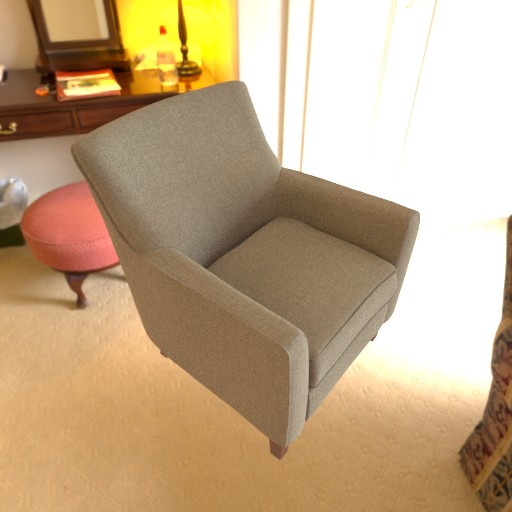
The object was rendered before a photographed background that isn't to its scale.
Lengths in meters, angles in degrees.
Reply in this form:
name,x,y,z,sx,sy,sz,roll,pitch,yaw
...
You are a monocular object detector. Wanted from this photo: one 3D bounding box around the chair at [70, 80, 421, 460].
name,x,y,z,sx,sy,sz,roll,pitch,yaw
chair,0.000,0.000,1.789,0.993,1.047,0.887,27,46,29
